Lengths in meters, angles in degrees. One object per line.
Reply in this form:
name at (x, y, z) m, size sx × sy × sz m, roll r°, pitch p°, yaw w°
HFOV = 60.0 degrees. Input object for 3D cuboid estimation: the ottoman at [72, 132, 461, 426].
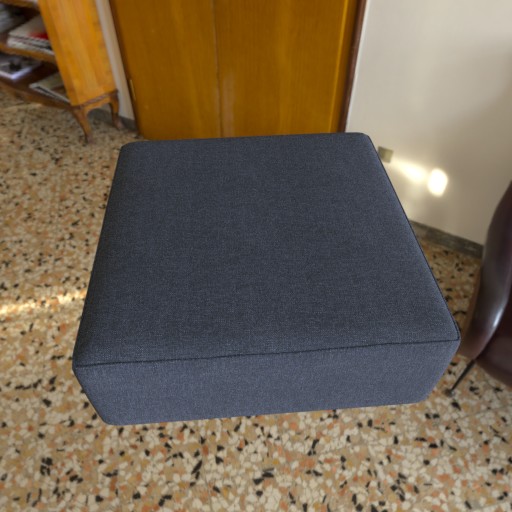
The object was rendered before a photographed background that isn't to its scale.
ottoman at (0.000, 0.000, 1.535) m, size 1.000 × 0.439 × 1.000 m, roll -3°, pitch 47°, yaw -3°
